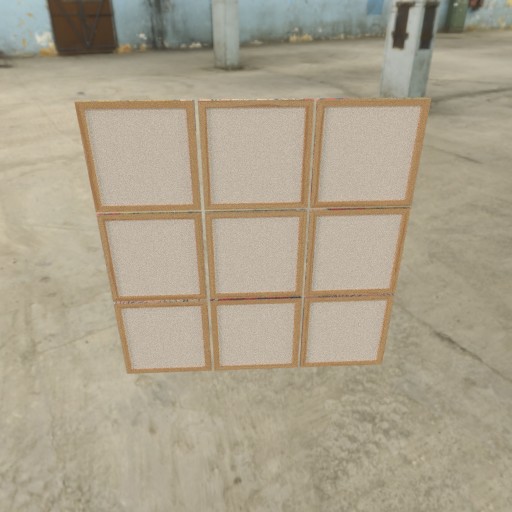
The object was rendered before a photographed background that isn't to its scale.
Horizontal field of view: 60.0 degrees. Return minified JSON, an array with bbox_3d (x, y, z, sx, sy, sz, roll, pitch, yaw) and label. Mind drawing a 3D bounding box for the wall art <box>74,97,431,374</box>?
[{"bbox_3d":[0.000,0.000,1.351,0.904,0.913,0.013,-1,30,-3],"label":"wall art"}]
